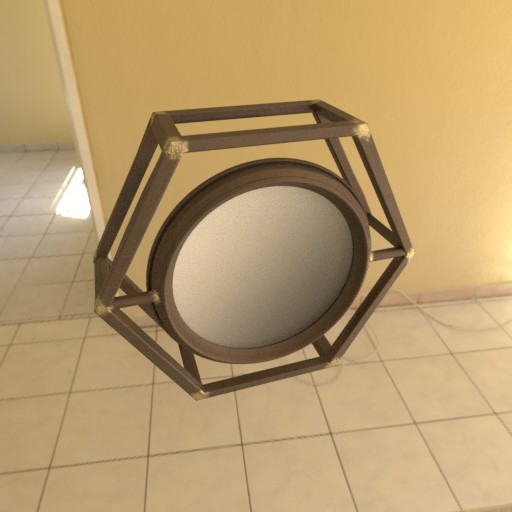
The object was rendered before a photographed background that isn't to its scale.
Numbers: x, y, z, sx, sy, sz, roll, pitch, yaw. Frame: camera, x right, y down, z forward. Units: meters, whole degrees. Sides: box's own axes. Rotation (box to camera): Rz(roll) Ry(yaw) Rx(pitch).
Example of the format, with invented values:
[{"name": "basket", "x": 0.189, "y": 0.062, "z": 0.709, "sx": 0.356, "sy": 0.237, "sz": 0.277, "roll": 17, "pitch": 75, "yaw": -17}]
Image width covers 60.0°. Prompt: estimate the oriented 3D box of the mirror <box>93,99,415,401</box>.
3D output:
[{"name": "mirror", "x": 0.000, "y": 0.000, "z": 0.544, "sx": 0.380, "sy": 0.334, "sz": 0.119, "roll": -10, "pitch": 33, "yaw": -15}]
